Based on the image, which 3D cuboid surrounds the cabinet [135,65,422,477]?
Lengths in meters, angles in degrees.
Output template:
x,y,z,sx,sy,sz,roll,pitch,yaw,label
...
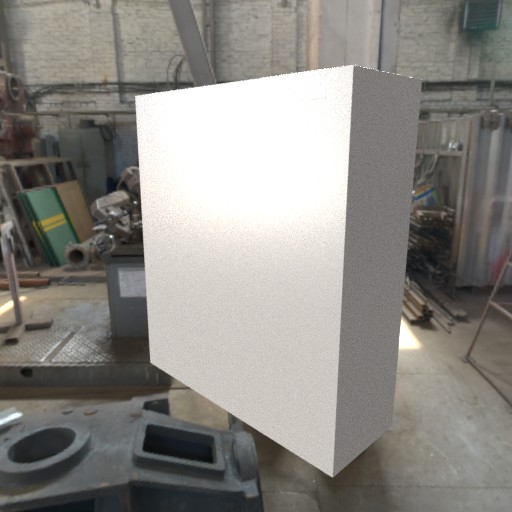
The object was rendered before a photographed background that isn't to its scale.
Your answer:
x,y,z,sx,sy,sz,roll,pitch,yaw,label
0.000,0.000,1.622,0.348,1.150,0.990,-14,20,-43,cabinet
